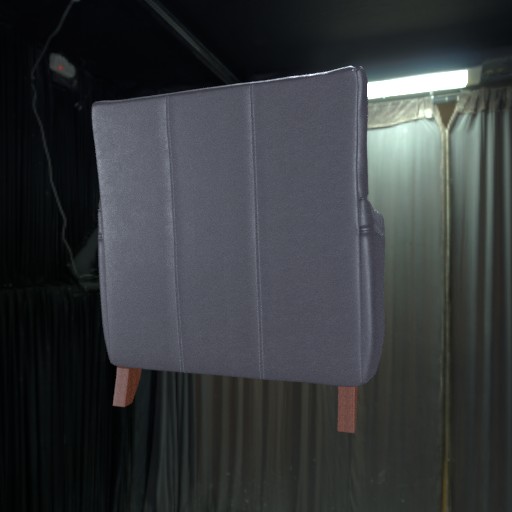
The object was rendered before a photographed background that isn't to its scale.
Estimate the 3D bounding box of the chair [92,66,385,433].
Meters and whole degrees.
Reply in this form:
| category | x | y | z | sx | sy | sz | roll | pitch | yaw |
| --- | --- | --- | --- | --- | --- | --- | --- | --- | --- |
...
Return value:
| category | x | y | z | sx | sy | sz | roll | pitch | yaw |
| --- | --- | --- | --- | --- | --- | --- | --- | --- | --- |
| chair | 0.000 | 0.000 | 1.584 | 0.870 | 0.943 | 0.825 | 0 | -1 | 18 |
